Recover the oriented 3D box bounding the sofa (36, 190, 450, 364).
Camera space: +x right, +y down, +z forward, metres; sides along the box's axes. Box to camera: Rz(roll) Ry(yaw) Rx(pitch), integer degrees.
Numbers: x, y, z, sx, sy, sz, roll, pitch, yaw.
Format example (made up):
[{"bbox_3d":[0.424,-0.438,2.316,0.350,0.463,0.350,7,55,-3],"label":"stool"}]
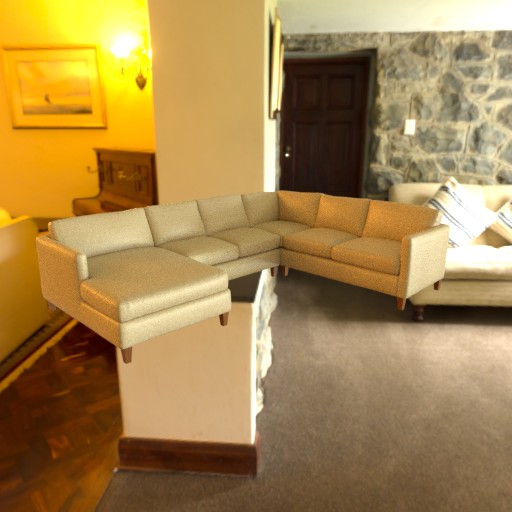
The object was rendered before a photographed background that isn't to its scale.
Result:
[{"bbox_3d":[0.000,0.000,4.575,3.460,0.961,2.594,-15,21,-43],"label":"sofa"}]
